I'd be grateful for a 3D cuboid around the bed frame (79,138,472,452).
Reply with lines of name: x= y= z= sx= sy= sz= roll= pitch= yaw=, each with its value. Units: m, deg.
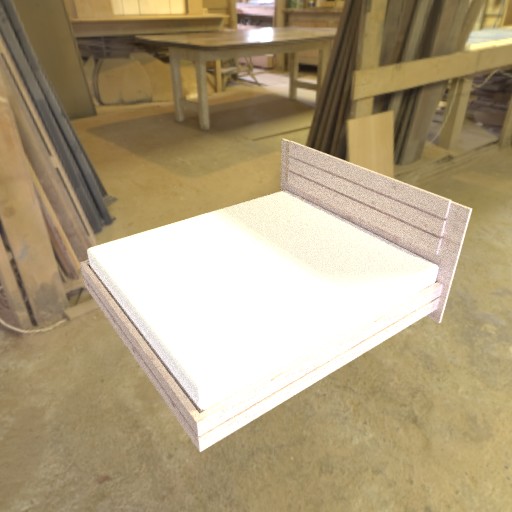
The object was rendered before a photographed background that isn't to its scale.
bed frame: x=0.000 y=0.000 z=3.291 sx=2.080 sy=0.970 sz=1.950 roll=-21 pitch=37 yaw=-30
